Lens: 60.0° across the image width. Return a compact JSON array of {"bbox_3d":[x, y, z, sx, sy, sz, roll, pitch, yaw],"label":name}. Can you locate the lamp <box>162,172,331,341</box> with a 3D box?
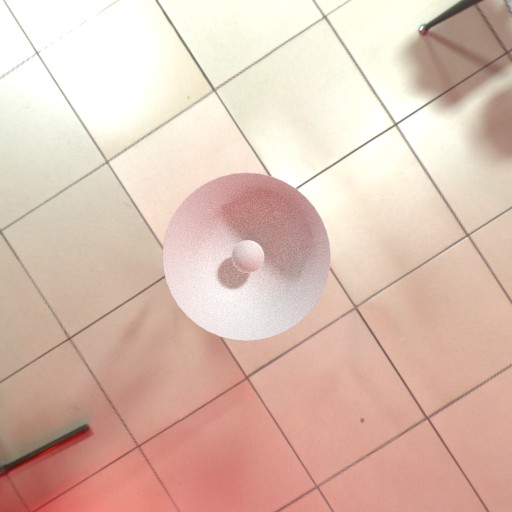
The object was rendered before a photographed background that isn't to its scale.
[{"bbox_3d":[0.000,0.000,1.963,0.405,1.797,0.405,0,90,2],"label":"lamp"}]
